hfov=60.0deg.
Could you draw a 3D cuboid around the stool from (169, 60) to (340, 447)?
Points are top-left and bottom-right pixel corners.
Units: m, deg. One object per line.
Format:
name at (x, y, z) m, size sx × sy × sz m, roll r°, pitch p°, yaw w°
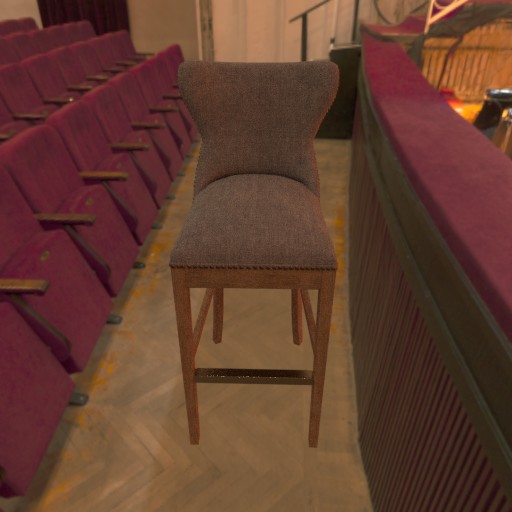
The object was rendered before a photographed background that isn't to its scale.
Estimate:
stool at (0.000, 0.000, 1.447) m, size 0.494 × 1.123 × 0.606 m, roll 1°, pitch 31°, yaw 1°
